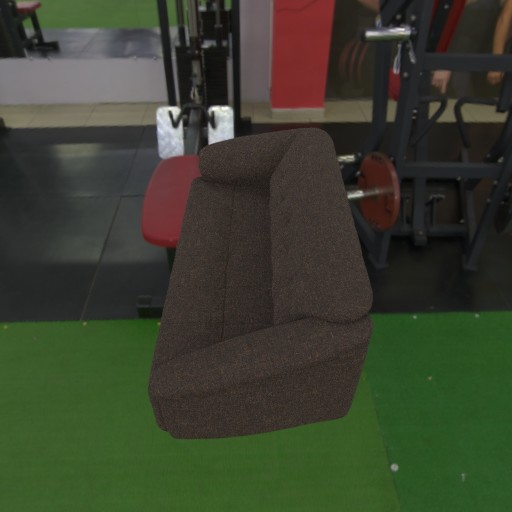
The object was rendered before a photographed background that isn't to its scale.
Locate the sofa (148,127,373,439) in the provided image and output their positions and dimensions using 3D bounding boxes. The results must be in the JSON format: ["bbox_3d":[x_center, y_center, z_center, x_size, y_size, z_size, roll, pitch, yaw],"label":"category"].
[{"bbox_3d":[0.000,0.000,2.346,0.887,0.790,1.849,0,41,0],"label":"sofa"}]
